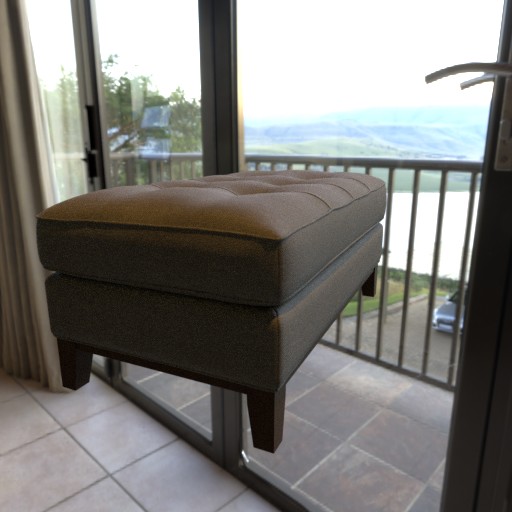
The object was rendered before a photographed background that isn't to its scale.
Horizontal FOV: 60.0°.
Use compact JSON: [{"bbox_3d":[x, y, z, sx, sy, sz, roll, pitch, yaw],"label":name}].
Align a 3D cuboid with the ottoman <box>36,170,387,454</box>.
[{"bbox_3d":[0.000,0.000,1.444,0.648,0.514,1.143,7,16,25],"label":"ottoman"}]
